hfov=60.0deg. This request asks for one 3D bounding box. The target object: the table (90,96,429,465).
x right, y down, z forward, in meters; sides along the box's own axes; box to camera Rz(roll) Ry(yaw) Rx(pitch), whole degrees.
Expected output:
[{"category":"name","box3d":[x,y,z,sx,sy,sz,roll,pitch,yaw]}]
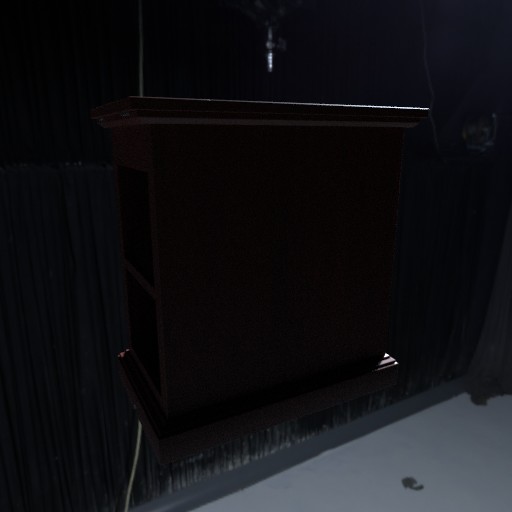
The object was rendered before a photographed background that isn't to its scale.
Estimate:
[{"category":"table","box3d":[0.000,0.000,0.973,0.584,0.612,0.356,-8,17,-27]}]
